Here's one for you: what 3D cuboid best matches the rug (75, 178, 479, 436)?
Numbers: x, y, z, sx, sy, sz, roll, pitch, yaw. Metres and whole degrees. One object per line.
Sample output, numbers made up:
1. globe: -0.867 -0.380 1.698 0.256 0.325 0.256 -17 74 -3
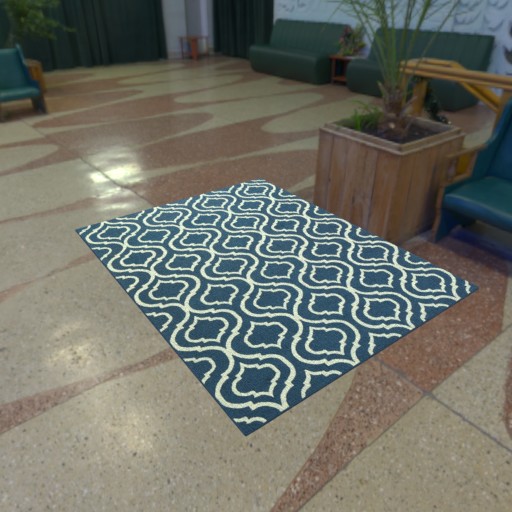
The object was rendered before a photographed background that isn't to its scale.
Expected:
1. rug: 0.000 0.000 3.917 2.270 0.020 2.881 -21 37 -30
